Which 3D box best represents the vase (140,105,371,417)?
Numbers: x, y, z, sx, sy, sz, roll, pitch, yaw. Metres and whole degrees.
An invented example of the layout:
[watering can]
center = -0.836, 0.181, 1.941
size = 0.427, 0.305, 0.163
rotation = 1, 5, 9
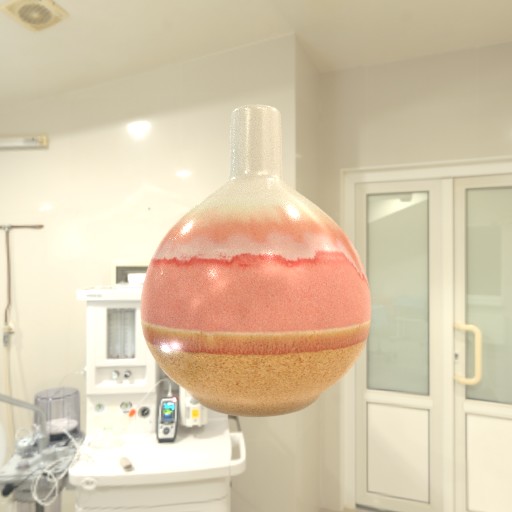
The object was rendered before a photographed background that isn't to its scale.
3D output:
[vase]
center = 0.000, 0.000, 0.271
size = 0.137, 0.176, 0.137
rotation = 0, 0, 0
